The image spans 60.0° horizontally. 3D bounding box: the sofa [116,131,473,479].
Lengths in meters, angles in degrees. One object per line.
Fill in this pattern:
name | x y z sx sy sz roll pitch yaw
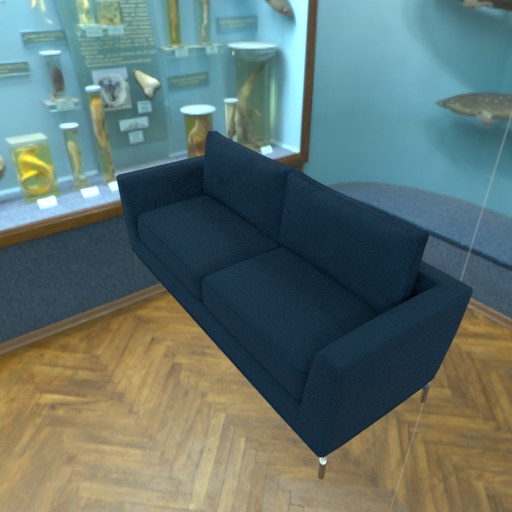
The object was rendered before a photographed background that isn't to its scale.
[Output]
sofa | 0.000 0.000 2.664 0.853 0.998 2.212 -21 38 -29
